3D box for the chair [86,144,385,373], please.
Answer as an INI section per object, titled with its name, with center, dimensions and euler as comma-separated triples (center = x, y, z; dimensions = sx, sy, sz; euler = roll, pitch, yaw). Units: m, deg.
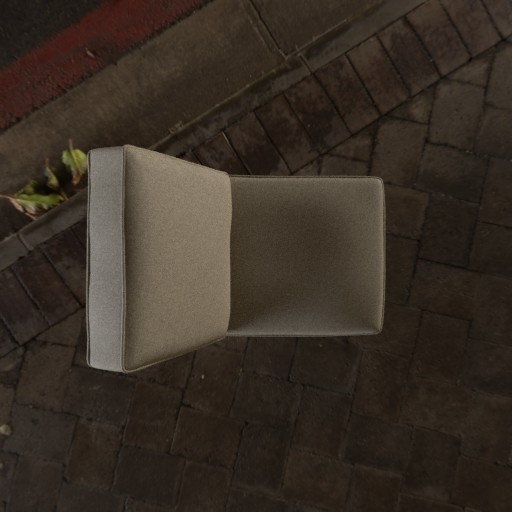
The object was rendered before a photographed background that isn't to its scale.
[chair]
center = 0.000, 0.000, 1.716
dimensions = 1.020, 1.058, 0.674
euler = 0, 91, 0
